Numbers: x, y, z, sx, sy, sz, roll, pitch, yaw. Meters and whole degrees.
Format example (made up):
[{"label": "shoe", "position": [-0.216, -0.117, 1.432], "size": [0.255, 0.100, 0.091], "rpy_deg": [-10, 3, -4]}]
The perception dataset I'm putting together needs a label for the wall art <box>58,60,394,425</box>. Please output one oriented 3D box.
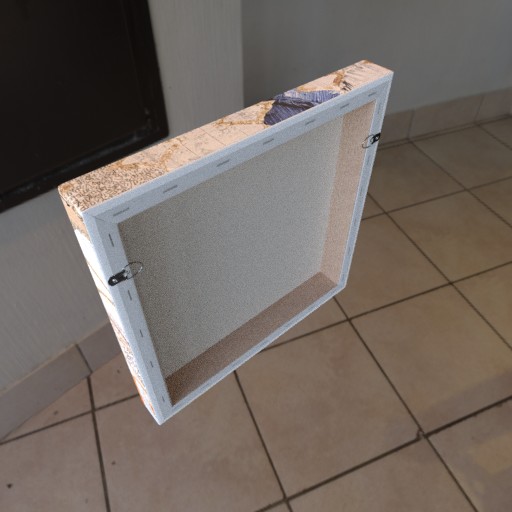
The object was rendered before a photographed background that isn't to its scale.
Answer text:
[{"label": "wall art", "position": [0.000, 0.000, 0.450], "size": [0.303, 0.304, 0.036], "rpy_deg": [-32, 54, -27]}]
